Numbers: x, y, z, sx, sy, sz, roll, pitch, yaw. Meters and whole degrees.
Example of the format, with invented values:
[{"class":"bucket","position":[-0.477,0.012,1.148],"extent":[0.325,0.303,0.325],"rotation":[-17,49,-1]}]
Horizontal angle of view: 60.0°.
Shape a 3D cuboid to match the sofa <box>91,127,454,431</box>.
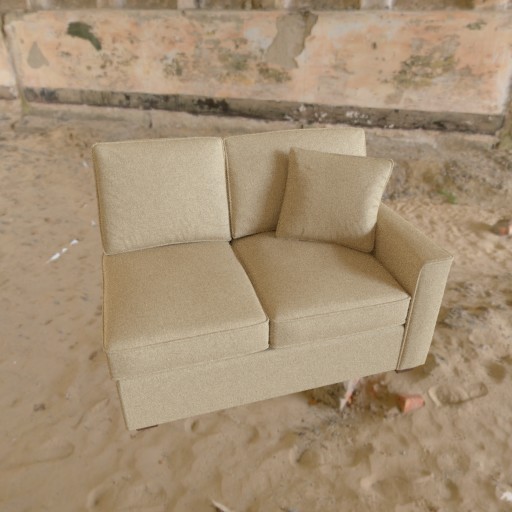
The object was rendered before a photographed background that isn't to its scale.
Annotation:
[{"class":"sofa","position":[0.000,0.000,2.068],"extent":[1.388,0.989,0.991],"rotation":[-8,31,-14]}]
